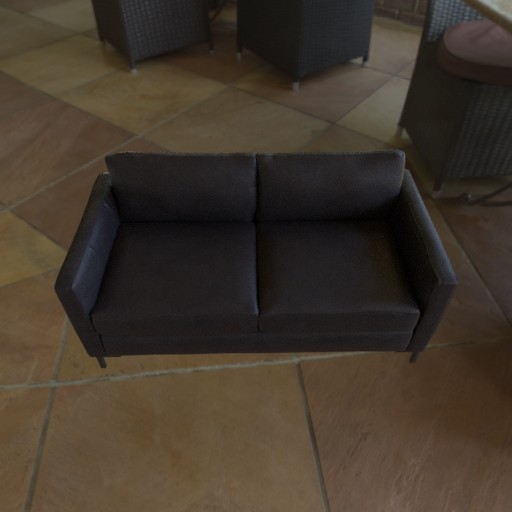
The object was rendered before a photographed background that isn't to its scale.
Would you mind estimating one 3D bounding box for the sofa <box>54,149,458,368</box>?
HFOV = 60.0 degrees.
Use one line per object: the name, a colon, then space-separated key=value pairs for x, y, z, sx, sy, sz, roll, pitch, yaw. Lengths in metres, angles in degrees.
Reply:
sofa: x=0.000 y=0.000 z=2.362 sx=1.805 sy=0.883 sz=0.947 roll=-2 pitch=46 yaw=-2
